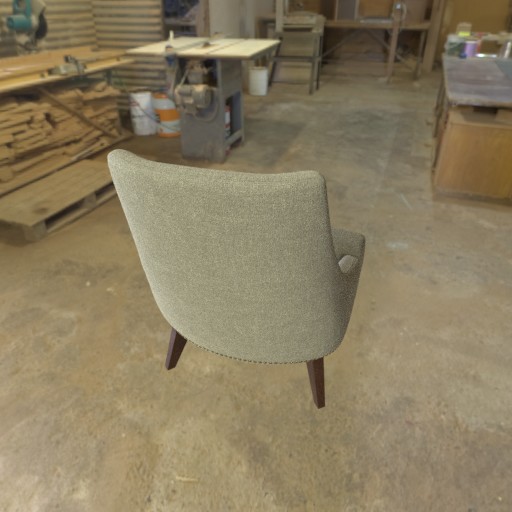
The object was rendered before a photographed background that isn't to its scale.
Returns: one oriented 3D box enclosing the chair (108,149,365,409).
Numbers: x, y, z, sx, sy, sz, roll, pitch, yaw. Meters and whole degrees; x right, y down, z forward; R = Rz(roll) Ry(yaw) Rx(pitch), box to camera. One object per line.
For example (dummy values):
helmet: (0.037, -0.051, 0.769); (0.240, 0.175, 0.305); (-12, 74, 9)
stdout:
chair: (0.000, 0.000, 1.542); (0.701, 0.909, 0.861); (10, 32, 16)
